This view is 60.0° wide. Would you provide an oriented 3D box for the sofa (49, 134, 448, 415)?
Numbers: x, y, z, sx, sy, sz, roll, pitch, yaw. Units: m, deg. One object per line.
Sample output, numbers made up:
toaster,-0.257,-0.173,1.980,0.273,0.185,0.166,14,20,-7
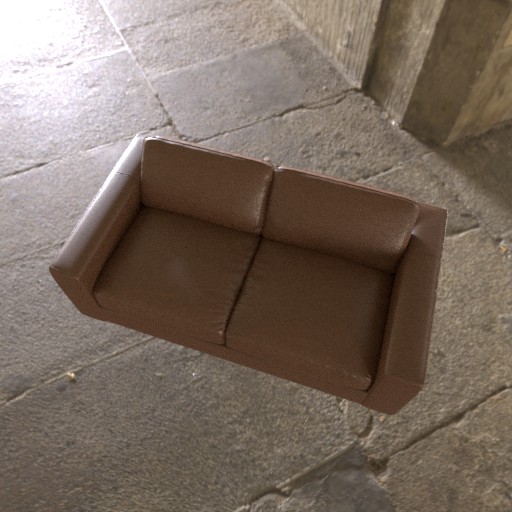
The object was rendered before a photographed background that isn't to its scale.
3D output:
sofa,0.000,0.000,2.489,1.920,0.800,1.070,16,59,10
